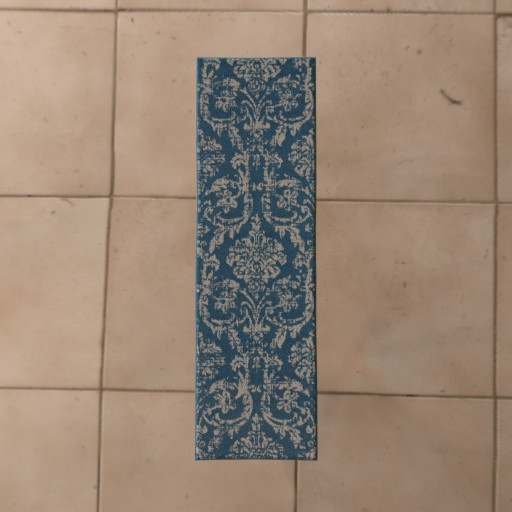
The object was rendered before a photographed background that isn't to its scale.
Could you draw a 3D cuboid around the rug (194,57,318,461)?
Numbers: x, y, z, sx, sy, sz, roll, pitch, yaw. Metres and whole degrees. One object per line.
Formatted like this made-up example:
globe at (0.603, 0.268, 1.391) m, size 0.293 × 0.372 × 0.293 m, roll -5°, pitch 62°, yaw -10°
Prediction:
rug at (0.000, 0.000, 2.411) m, size 0.662 × 0.011 × 2.196 m, roll 0°, pitch 88°, yaw 0°
